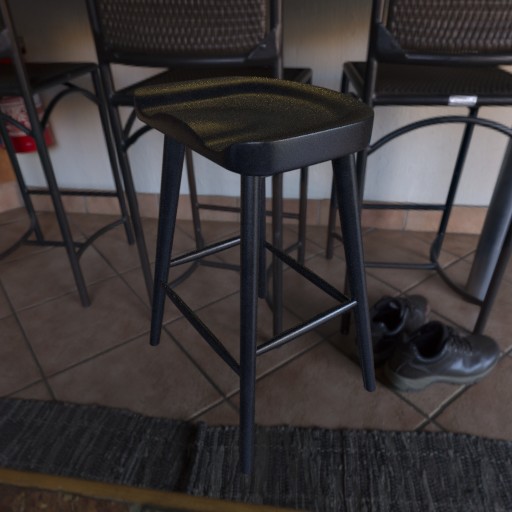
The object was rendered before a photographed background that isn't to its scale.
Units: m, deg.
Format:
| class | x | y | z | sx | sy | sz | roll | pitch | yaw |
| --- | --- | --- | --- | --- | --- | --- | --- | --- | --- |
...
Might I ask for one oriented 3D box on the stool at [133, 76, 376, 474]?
| class | x | y | z | sx | sy | sz | roll | pitch | yaw |
| --- | --- | --- | --- | --- | --- | --- | --- | --- | --- |
| stool | 0.000 | 0.000 | 0.895 | 0.361 | 0.615 | 0.440 | -21 | 38 | -29 |
